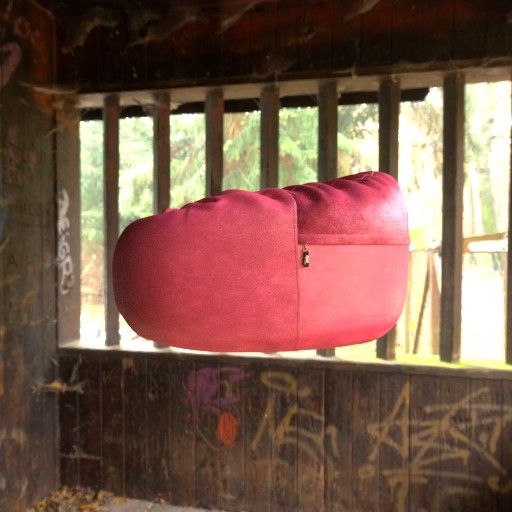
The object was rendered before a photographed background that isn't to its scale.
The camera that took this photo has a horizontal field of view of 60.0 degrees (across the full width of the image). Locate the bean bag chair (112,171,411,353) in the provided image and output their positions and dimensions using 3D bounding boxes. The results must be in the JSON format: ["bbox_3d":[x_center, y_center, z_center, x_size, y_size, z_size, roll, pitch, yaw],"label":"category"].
[{"bbox_3d":[0.000,0.000,2.469,1.524,0.878,1.524,0,1,-17],"label":"bean bag chair"}]
